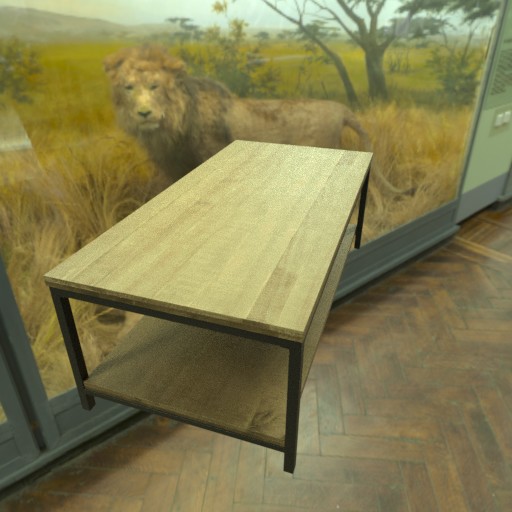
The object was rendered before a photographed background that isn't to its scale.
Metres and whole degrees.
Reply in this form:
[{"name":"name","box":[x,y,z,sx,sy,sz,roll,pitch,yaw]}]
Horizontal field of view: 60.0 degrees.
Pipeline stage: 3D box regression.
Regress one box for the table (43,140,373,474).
[{"name":"table","box":[0.000,0.000,1.387,0.551,0.399,1.100,10,31,16]}]
